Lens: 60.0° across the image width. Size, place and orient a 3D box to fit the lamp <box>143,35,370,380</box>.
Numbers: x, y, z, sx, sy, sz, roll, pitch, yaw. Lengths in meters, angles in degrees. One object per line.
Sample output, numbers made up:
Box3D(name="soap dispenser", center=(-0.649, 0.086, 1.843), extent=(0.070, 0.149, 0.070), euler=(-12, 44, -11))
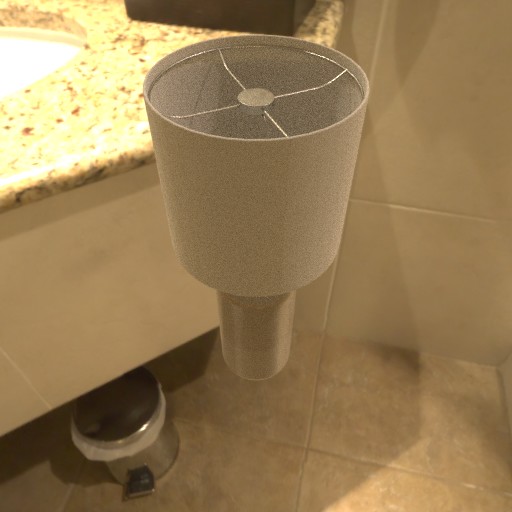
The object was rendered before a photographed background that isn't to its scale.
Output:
Box3D(name="lamp", center=(0.000, 0.000, 0.599), extent=(0.212, 0.493, 0.212), euler=(-18, 50, -16))
